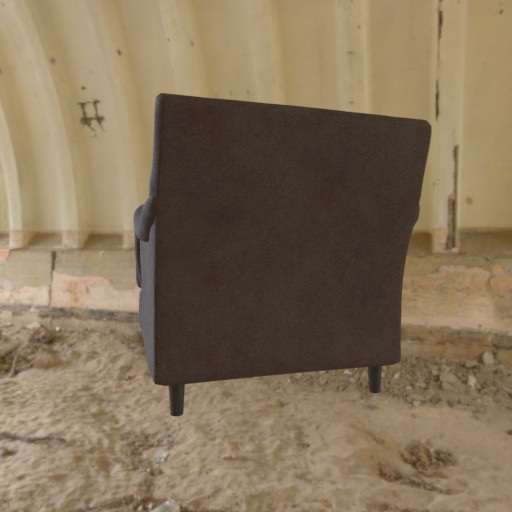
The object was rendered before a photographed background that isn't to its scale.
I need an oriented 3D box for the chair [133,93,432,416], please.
[{"bbox_3d":[0.000,0.000,1.809,0.955,0.997,1.070,0,1,-17],"label":"chair"}]
